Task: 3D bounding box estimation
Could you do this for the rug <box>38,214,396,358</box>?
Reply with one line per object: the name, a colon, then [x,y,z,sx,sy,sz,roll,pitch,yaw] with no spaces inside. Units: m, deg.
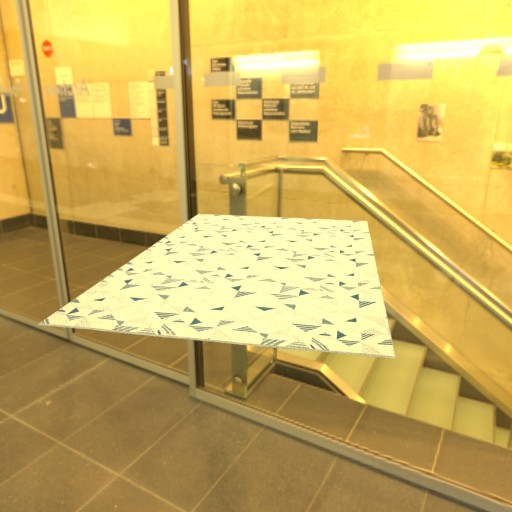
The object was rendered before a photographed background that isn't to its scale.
rug: [0.000,0.000,2.296,1.206,0.003,1.835,3,18,10]
